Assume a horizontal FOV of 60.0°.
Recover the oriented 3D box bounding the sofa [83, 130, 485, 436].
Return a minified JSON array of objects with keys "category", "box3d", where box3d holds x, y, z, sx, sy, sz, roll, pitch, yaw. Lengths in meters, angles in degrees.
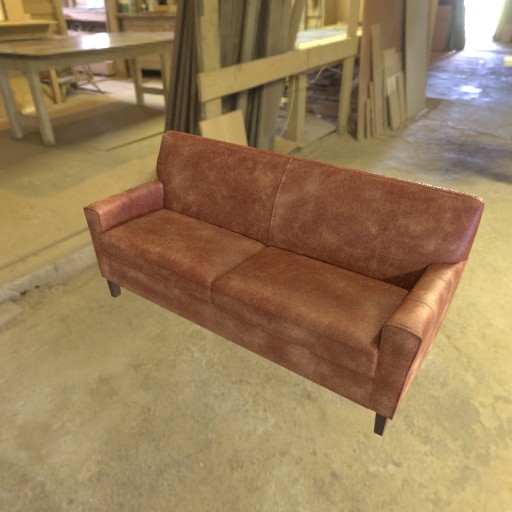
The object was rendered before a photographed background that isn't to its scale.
[{"category":"sofa","box3d":[0.000,0.000,2.503,2.053,0.947,0.805,20,36,30]}]
